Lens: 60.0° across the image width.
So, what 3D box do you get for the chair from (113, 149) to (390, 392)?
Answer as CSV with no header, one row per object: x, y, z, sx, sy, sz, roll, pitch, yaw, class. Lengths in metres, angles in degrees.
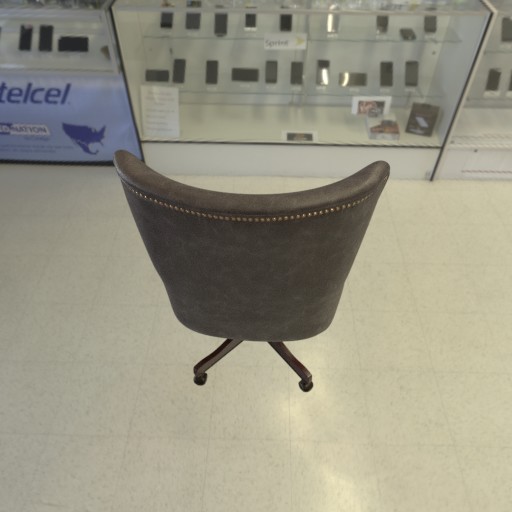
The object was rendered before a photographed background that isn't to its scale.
0.000,0.000,1.419,0.594,1.037,0.717,3,47,3,chair
